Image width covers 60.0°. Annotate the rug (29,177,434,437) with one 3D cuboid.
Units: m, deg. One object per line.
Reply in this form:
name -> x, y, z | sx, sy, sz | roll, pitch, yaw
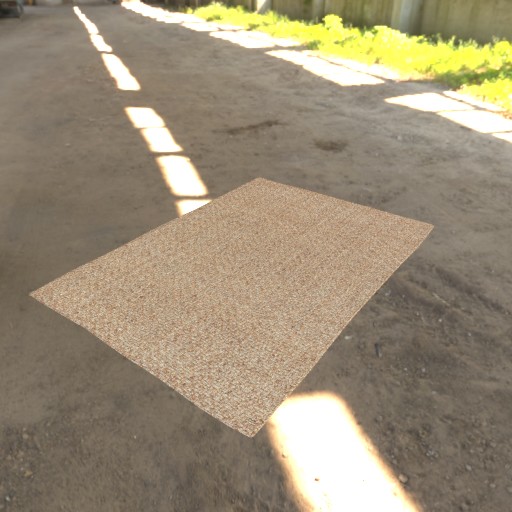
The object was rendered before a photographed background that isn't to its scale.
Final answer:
rug -> 0.000, 0.000, 2.777 | 1.566, 0.013, 2.141 | 21, 38, 30
